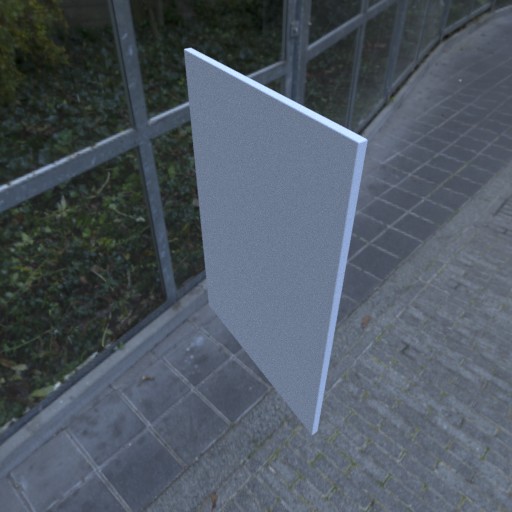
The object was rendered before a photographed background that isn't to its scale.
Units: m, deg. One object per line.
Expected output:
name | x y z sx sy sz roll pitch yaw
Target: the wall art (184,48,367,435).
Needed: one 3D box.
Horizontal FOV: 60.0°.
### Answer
wall art | 0.000 0.000 0.632 0.011 0.482 0.329 -23 45 -25
